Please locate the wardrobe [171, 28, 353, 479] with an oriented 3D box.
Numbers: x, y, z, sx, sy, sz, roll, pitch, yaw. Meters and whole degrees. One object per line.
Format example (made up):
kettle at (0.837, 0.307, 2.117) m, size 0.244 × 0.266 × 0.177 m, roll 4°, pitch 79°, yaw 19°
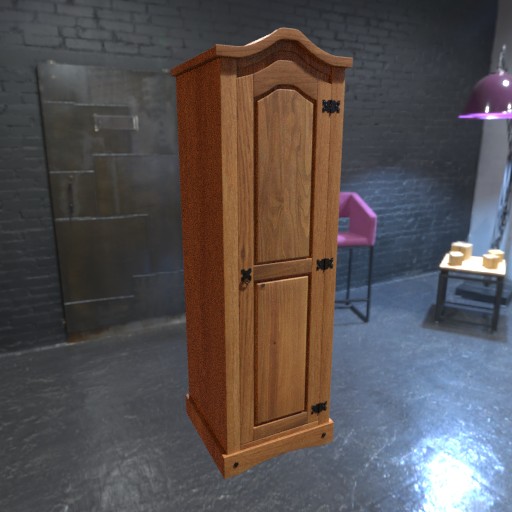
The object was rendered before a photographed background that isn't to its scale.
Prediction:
wardrobe at (0.000, 0.000, 2.120) m, size 0.590 × 1.870 × 0.570 m, roll -7°, pitch 16°, yaw -25°
